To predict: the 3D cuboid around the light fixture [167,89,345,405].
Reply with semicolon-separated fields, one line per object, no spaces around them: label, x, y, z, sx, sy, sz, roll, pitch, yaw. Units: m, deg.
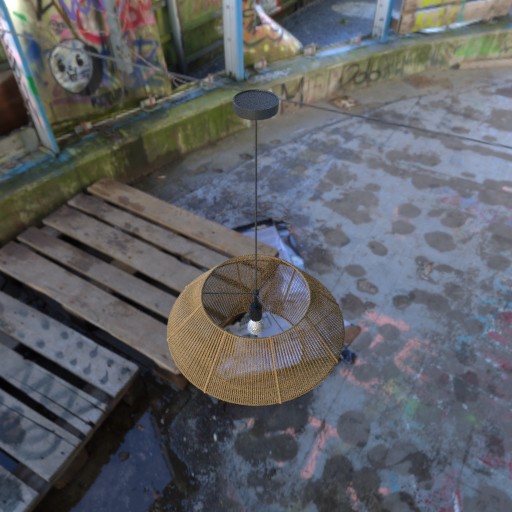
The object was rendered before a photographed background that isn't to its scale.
light fixture;0.000;0.000;1.369;0.643;1.009;0.643;0;45;0
